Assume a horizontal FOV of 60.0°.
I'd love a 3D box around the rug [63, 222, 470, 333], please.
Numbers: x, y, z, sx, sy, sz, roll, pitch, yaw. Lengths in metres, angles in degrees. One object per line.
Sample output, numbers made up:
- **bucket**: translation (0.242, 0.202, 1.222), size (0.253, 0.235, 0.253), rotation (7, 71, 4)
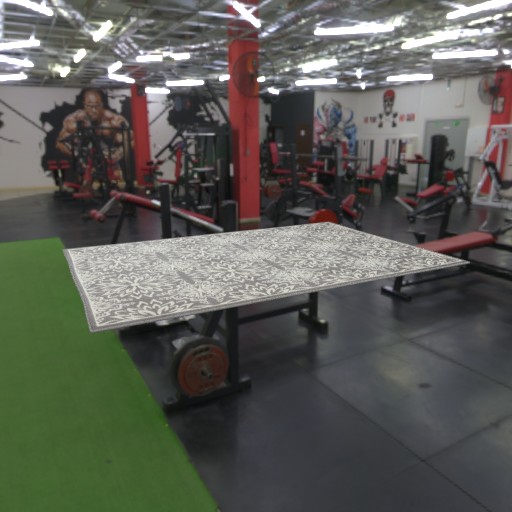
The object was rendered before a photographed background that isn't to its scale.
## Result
- **rug**: translation (0.000, 0.000, 2.395), size (1.847, 0.012, 1.224), rotation (-8, 17, -26)
